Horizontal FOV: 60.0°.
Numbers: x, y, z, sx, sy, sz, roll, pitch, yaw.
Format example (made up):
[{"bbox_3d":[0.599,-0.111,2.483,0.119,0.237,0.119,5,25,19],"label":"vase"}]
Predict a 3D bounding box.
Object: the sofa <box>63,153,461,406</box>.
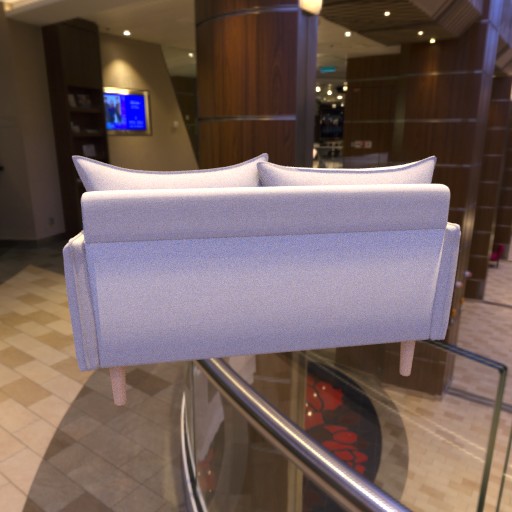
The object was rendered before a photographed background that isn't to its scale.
[{"bbox_3d":[0.000,0.000,1.816,1.300,0.840,0.820,-3,16,-10],"label":"sofa"}]
